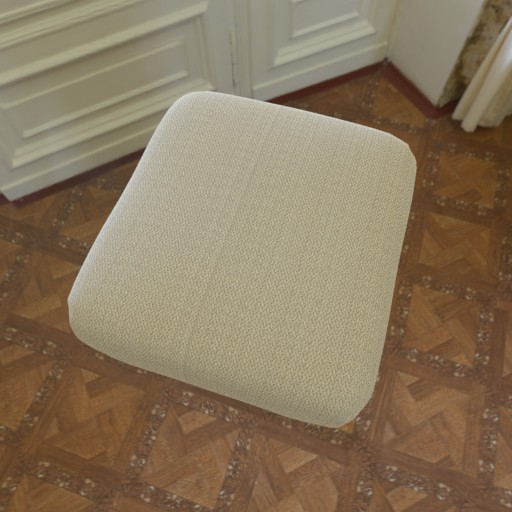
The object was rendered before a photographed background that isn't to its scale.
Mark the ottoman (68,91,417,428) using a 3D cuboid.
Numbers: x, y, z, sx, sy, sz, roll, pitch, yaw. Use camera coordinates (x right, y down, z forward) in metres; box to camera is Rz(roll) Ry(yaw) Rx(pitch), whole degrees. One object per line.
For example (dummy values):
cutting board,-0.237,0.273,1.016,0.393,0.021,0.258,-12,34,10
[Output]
ottoman,0.000,0.000,1.080,0.622,0.447,0.684,16,64,8
